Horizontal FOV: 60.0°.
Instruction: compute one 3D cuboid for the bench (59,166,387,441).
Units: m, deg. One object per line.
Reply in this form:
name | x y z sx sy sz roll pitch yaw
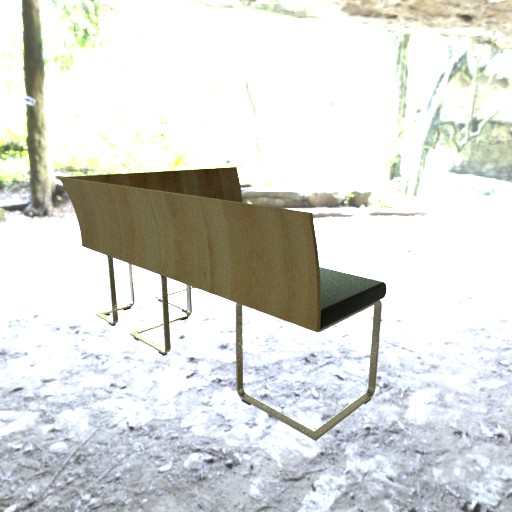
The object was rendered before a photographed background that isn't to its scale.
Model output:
bench | 0.000 0.000 2.716 1.945 0.930 1.495 14 20 43
